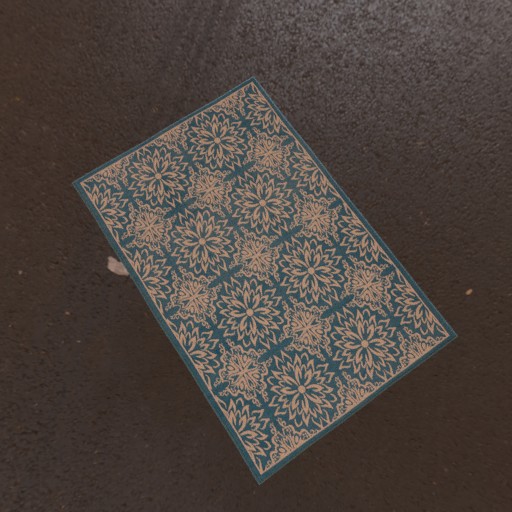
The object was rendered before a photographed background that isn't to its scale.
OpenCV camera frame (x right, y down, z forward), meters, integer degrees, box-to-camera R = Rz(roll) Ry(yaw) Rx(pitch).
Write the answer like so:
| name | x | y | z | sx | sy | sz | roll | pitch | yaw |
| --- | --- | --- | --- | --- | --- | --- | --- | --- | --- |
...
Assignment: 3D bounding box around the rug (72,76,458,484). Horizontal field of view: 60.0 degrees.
| name | x | y | z | sx | sy | sz | roll | pitch | yaw |
| --- | --- | --- | --- | --- | --- | --- | --- | --- | --- |
| rug | 0.000 | 0.000 | 2.335 | 1.211 | 0.012 | 1.833 | -33 | 78 | -8 |
